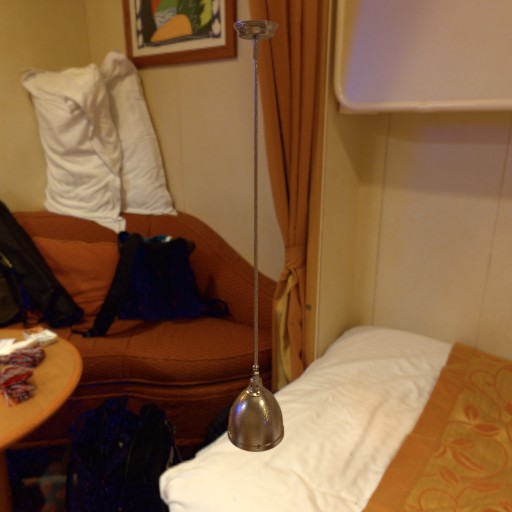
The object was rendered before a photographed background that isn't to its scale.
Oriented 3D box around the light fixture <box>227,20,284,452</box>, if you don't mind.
[{"bbox_3d":[0.000,0.000,1.453,0.211,1.367,0.217,-3,17,-9],"label":"light fixture"}]
